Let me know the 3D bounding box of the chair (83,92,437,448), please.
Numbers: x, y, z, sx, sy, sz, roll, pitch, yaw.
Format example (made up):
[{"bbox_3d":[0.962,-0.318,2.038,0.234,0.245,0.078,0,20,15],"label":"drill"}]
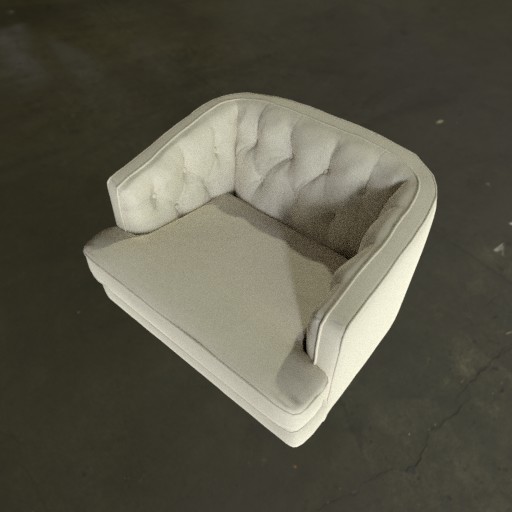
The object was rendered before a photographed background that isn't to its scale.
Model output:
[{"bbox_3d":[0.000,0.000,1.783,1.104,0.852,0.941,32,54,26],"label":"chair"}]
